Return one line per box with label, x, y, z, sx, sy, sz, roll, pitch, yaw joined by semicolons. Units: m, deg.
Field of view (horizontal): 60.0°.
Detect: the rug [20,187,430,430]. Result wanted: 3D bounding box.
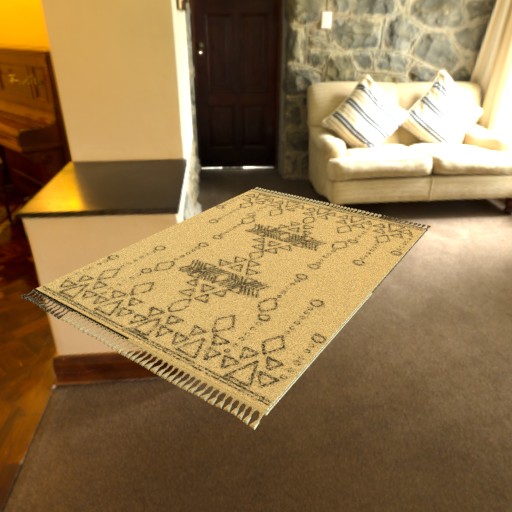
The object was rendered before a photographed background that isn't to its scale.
rug;0.000;0.000;2.900;1.600;0.013;2.312;18;32;31
